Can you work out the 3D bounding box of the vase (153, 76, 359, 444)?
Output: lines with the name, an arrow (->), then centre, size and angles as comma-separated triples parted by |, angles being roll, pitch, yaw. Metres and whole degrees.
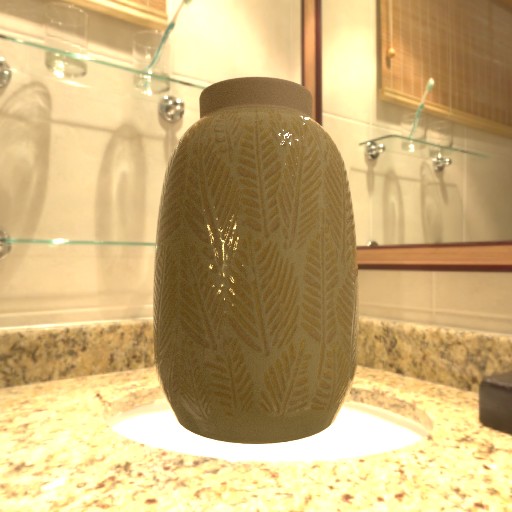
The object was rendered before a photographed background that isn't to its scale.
vase -> 0.000, 0.000, 0.380 | 0.172, 0.270, 0.172 | 0, 0, 0
